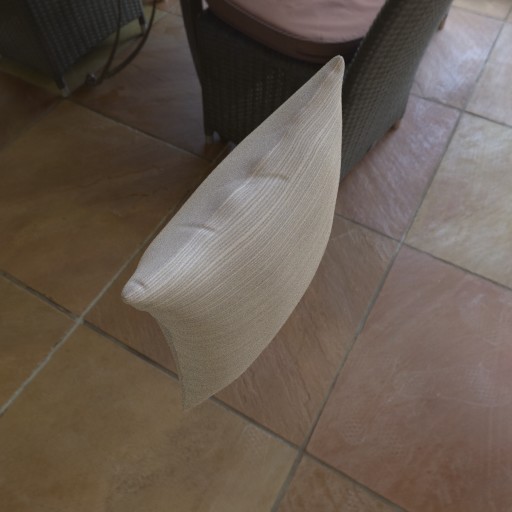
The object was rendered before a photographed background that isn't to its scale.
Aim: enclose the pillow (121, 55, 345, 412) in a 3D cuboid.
[{"bbox_3d":[0.000,0.000,0.785,0.204,0.497,0.512,29,62,17],"label":"pillow"}]
